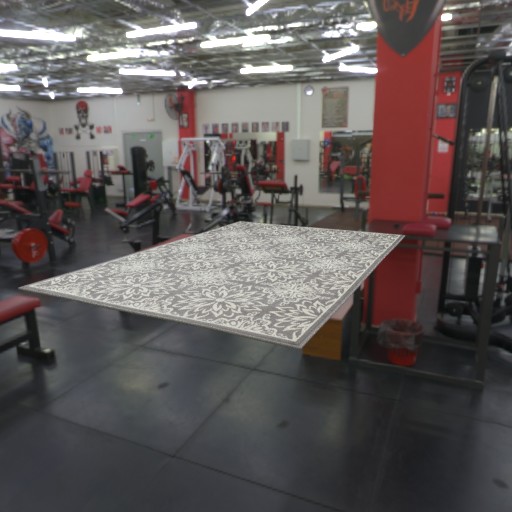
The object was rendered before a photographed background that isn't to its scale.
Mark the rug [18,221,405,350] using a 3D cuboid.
[{"bbox_3d":[0.000,0.000,2.324,1.224,0.012,1.847,7,15,26],"label":"rug"}]
